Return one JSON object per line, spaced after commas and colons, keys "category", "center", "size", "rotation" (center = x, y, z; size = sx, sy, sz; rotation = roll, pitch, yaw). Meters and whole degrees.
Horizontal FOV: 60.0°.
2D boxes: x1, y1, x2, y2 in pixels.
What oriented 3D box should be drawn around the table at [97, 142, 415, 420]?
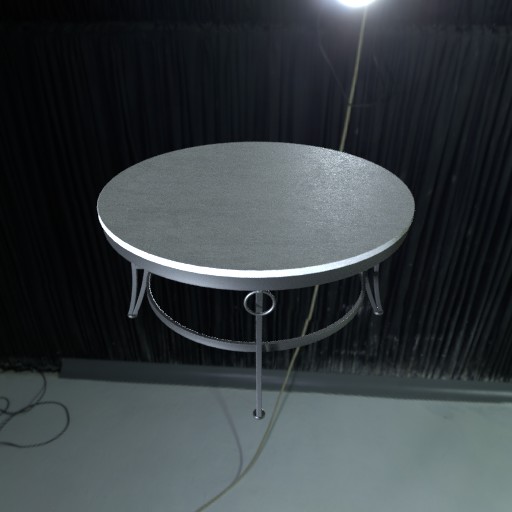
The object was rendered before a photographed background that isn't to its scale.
{"category": "table", "center": [0.000, 0.000, 1.420], "size": [0.889, 0.470, 0.889], "rotation": [0, 31, 0]}
